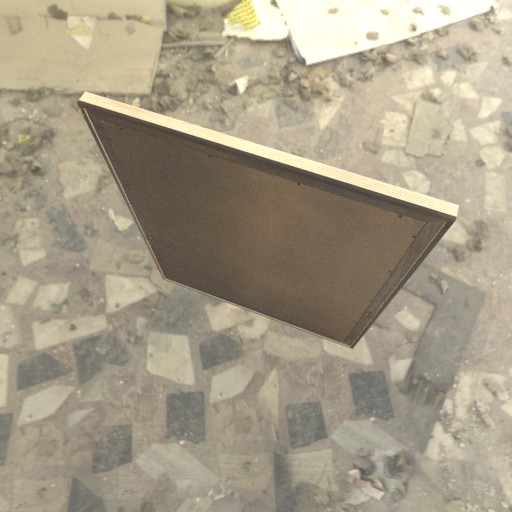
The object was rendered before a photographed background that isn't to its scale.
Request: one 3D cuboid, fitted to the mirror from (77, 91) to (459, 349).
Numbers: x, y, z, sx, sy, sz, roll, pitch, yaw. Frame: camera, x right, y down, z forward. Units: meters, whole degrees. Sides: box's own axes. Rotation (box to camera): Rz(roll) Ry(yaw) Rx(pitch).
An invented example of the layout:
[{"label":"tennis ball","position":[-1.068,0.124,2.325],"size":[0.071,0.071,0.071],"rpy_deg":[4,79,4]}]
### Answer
[{"label":"mirror","position":[0.000,0.000,1.204],"size":[0.730,0.882,0.032],"rpy_deg":[19,66,9]}]
